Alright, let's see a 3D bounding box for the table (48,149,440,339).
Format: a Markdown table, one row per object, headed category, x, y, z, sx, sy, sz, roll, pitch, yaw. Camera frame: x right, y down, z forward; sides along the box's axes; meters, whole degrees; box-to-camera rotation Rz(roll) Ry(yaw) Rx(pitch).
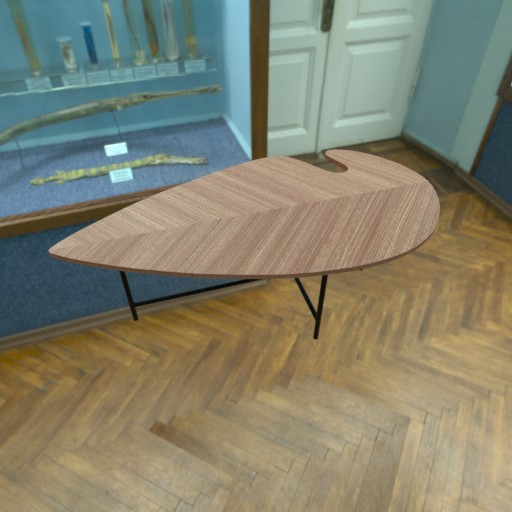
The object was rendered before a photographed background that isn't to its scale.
| category | x | y | z | sx | sy | sz | roll | pitch | yaw |
| --- | --- | --- | --- | --- | --- | --- | --- | --- | --- |
| table | 0.000 | 0.000 | 1.474 | 1.199 | 0.360 | 0.598 | -12 | 44 | -12 |
